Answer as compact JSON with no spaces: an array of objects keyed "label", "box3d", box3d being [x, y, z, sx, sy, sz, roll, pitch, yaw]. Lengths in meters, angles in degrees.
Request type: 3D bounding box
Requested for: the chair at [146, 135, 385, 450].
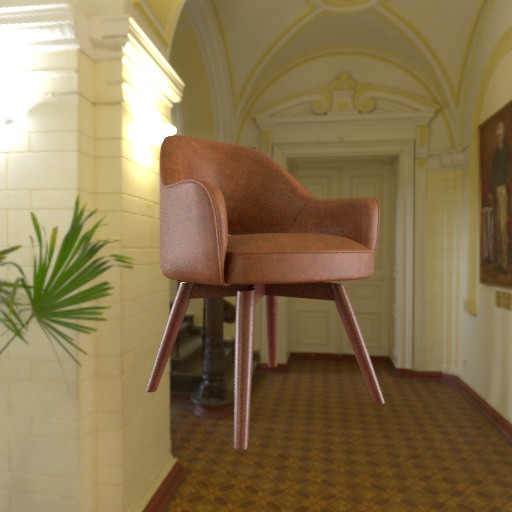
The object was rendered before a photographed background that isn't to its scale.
[{"label":"chair","box3d":[0.000,0.000,1.244,0.591,0.777,0.640,-1,1,-37]}]
